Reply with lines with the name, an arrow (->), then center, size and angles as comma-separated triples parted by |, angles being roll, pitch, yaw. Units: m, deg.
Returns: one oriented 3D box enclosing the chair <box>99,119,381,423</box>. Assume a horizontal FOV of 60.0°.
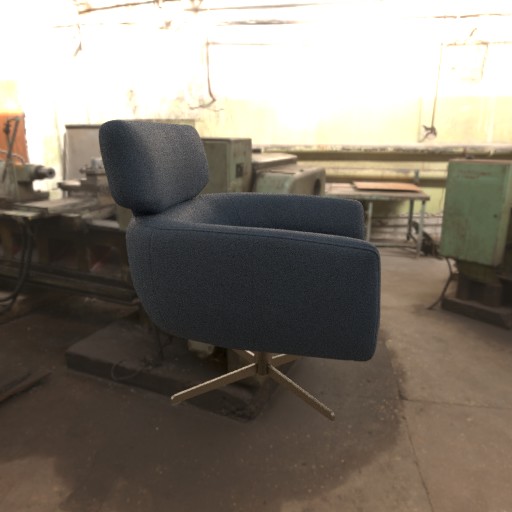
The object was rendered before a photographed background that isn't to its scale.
chair -> 0.000, 0.000, 1.400 | 0.761, 0.813, 0.738 | 3, 15, 10
